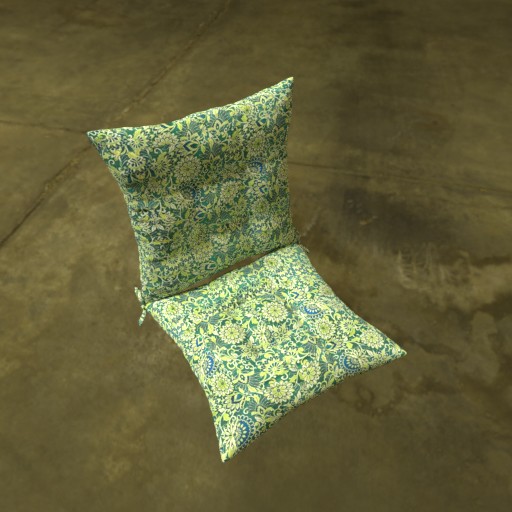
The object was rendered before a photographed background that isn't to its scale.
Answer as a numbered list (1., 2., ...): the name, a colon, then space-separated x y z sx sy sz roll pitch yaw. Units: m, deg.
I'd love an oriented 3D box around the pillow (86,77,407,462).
1. pillow: 0.000 0.000 1.009 0.541 0.536 0.585 -23 49 -21
